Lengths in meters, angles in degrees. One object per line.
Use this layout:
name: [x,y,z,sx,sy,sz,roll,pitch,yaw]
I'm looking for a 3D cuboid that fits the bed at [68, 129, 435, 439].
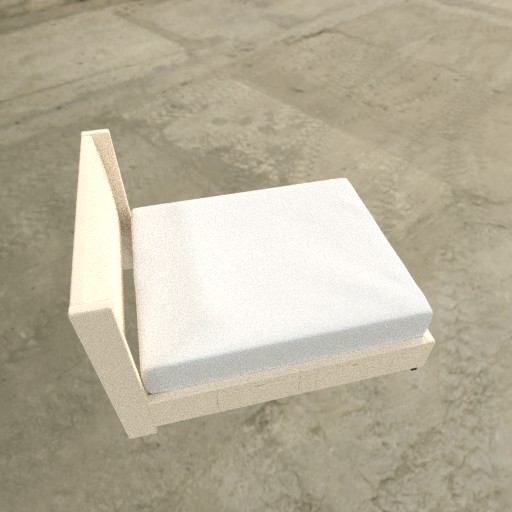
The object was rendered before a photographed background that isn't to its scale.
bed: [0.000,0.000,3.430,2.280,1.471,1.765,-10,46,-9]
